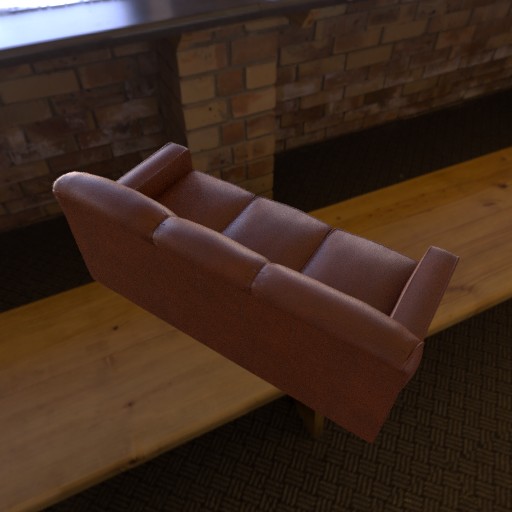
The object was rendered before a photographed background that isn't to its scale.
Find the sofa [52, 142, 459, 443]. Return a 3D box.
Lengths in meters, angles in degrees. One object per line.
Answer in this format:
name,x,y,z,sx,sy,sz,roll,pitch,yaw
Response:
sofa,0.000,0.000,2.587,2.039,0.953,1.008,25,52,21
